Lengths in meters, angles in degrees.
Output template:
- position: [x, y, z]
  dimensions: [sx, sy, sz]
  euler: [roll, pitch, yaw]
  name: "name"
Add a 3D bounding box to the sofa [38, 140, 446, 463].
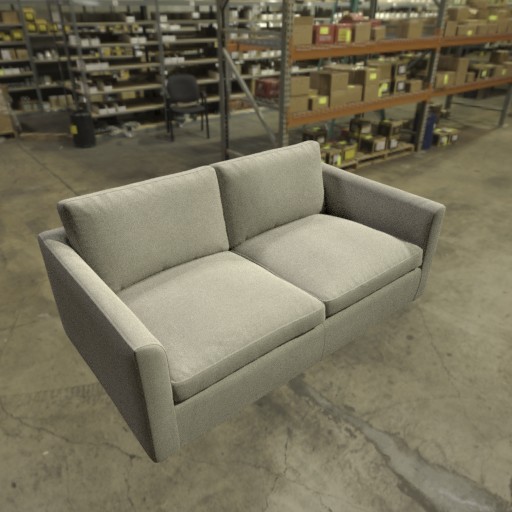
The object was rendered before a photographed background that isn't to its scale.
- position: [0.000, 0.000, 2.430]
  dimensions: [1.905, 0.839, 1.091]
  euler: [-22, 36, -33]
  name: "sofa"
